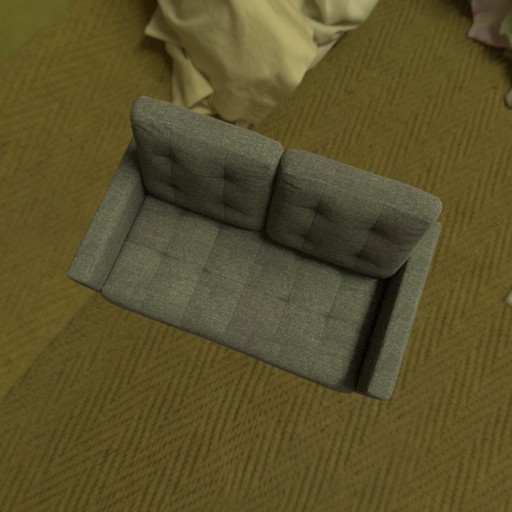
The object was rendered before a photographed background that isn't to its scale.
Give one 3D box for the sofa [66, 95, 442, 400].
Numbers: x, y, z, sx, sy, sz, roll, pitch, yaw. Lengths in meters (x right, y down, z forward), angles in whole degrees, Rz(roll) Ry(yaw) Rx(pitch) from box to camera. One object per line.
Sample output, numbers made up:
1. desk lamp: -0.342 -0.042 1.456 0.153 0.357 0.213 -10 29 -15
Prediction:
1. sofa: 0.000 0.000 1.967 1.407 0.907 0.842 20 77 5
